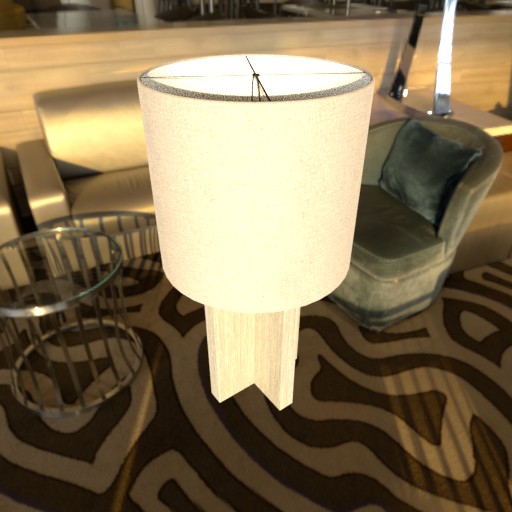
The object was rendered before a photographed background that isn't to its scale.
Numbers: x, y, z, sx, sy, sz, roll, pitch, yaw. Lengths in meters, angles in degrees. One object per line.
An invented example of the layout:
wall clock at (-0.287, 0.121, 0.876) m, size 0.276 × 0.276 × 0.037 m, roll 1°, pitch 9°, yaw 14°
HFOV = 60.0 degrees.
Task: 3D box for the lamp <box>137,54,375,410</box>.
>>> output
lamp at (0.000, 0.000, 0.551) m, size 0.229 × 0.428 × 0.229 m, roll -22°, pitch 39°, yaw -30°
